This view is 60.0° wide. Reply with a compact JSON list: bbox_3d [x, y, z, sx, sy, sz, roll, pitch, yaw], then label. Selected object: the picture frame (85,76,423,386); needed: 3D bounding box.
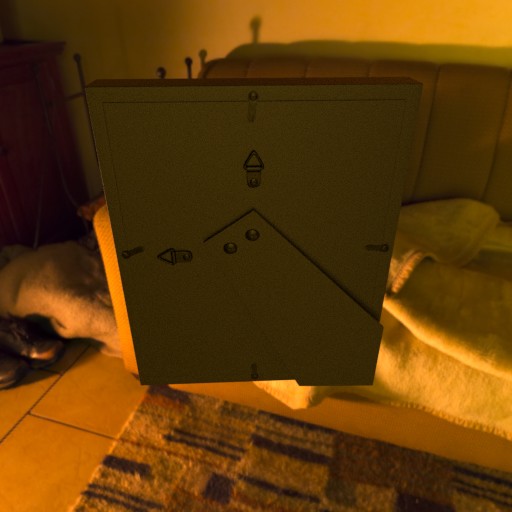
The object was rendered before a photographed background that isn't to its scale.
[{"bbox_3d":[0.000,0.000,0.385,0.232,0.284,0.042,-1,31,-2],"label":"picture frame"}]
